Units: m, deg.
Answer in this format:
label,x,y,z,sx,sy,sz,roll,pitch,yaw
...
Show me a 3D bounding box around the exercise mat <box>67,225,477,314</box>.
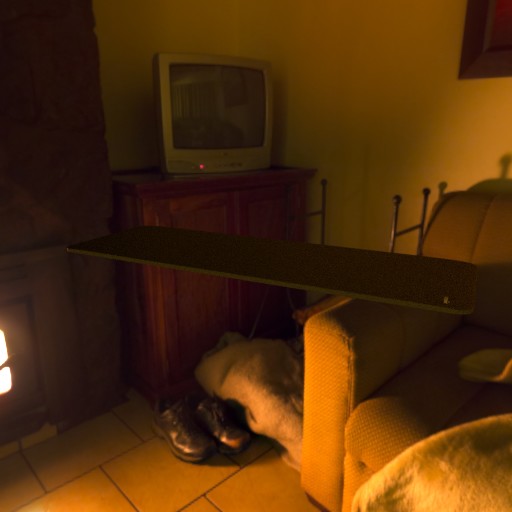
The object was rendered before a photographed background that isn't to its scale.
label,x,y,z,sx,sy,sz,roll,pitch,yaw
exercise mat,0.000,0.000,2.080,1.869,0.021,0.616,8,17,25
